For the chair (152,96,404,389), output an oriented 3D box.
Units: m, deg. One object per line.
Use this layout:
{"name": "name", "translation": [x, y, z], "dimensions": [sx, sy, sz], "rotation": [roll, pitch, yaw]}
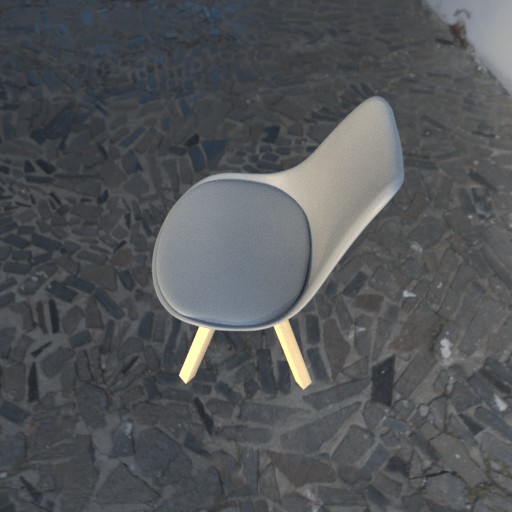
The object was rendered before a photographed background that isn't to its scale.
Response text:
{"name": "chair", "translation": [0.000, 0.000, 1.190], "dimensions": [0.549, 0.850, 0.485], "rotation": [3, 58, 2]}
